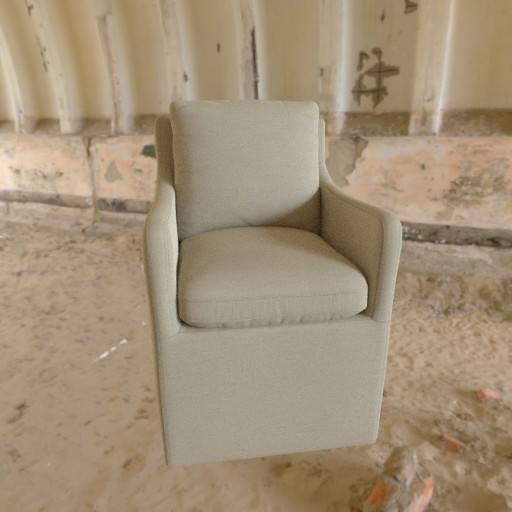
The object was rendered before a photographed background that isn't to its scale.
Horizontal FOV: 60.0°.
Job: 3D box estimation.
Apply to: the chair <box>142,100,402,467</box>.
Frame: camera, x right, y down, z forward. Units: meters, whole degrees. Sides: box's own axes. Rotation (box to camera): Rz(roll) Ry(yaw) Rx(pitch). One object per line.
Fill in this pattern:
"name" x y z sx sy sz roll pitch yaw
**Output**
"chair" 0.000 0.000 1.344 0.626 0.914 0.694 -3 17 -9
